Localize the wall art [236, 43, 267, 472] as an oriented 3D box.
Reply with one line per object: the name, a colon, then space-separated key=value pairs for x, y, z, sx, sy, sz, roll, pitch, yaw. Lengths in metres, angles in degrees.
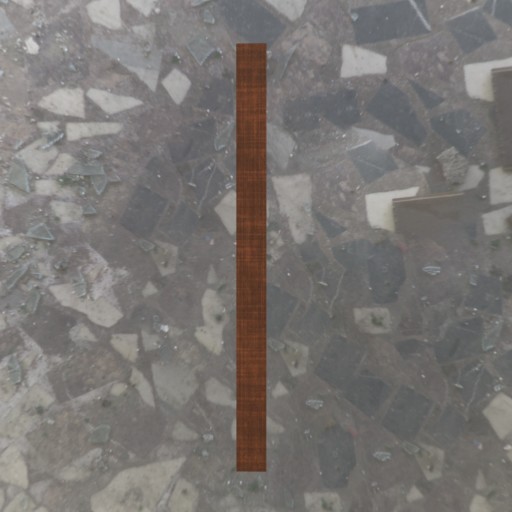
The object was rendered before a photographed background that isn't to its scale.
wall art: x=0.000 y=0.000 z=0.767 sx=0.033 sy=0.567 sz=0.467 roll=0 pitch=91 yaw=1
